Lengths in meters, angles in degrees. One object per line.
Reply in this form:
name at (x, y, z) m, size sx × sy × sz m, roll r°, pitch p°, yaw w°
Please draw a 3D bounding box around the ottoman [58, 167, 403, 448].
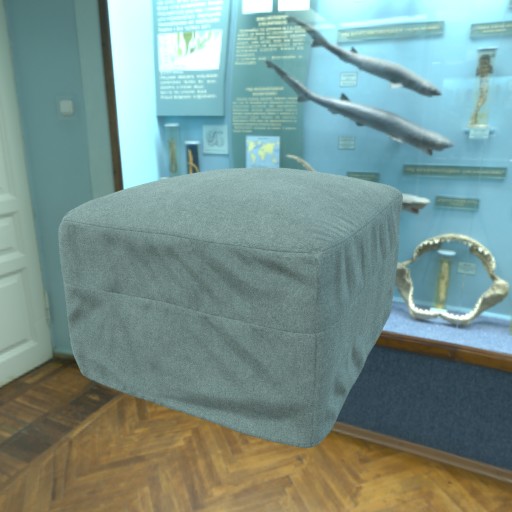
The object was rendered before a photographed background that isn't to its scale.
ottoman at (0.000, 0.000, 1.257) m, size 0.683 × 0.481 × 0.837 m, roll 8°, pitch 18°, yaw 25°
